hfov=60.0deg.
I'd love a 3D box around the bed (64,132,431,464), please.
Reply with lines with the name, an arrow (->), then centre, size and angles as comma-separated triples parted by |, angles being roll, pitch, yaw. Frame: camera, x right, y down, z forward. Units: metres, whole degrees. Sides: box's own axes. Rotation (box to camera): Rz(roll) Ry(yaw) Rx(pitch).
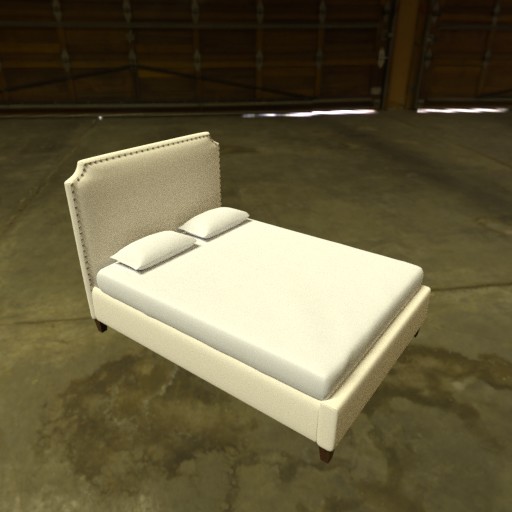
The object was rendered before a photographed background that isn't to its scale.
bed -> 0.000, 0.000, 3.560 | 2.372, 1.497, 1.712 | 18, 32, 32
